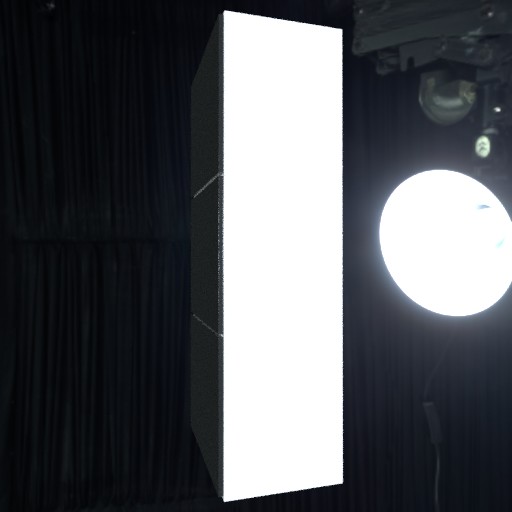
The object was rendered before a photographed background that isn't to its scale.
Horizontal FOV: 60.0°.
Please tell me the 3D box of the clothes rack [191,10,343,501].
[{"bbox_3d":[0.000,0.000,1.354,0.330,1.187,0.500,0,0,-16],"label":"clothes rack"}]
